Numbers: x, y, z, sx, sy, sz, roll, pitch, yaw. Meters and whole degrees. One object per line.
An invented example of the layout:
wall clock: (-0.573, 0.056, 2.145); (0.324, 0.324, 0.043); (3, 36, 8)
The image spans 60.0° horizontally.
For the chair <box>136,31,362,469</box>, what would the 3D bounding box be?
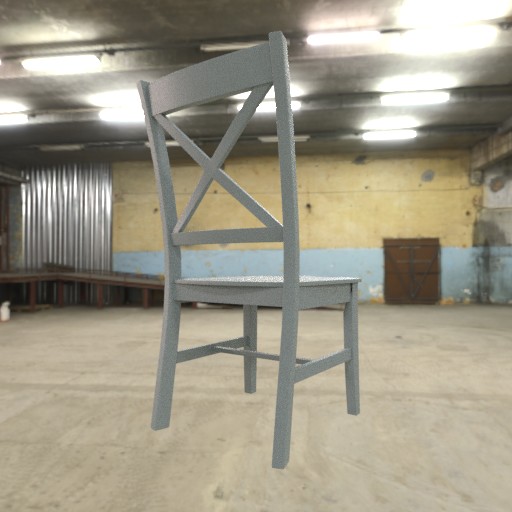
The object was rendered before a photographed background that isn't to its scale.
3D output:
chair: (0.000, 0.000, 1.312); (0.485, 0.983, 0.542); (-1, -1, 35)
